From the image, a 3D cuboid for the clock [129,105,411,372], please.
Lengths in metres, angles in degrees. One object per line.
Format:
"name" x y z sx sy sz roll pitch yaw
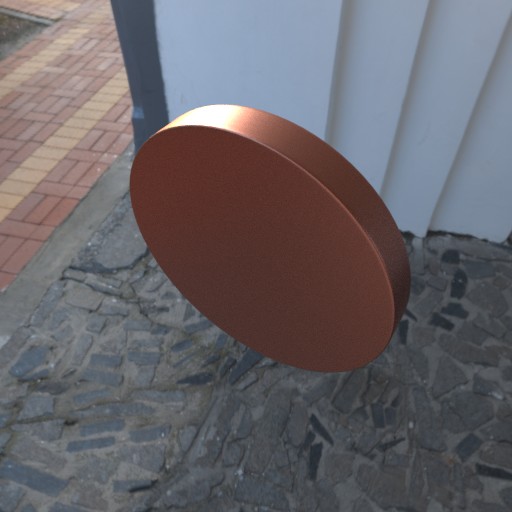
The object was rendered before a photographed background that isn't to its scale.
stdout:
"clock" 0.000 0.000 0.467 0.313 0.313 0.040 26 53 21
